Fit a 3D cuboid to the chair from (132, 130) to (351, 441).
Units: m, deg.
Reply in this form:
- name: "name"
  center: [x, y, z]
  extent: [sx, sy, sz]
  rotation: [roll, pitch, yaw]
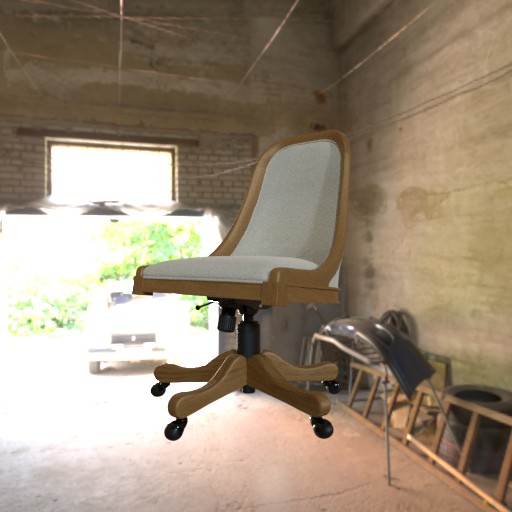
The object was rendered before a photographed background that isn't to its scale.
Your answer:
- name: "chair"
  center: [0.000, 0.000, 1.520]
  extent: [0.702, 1.009, 0.811]
  rotation: [0, 0, 37]
